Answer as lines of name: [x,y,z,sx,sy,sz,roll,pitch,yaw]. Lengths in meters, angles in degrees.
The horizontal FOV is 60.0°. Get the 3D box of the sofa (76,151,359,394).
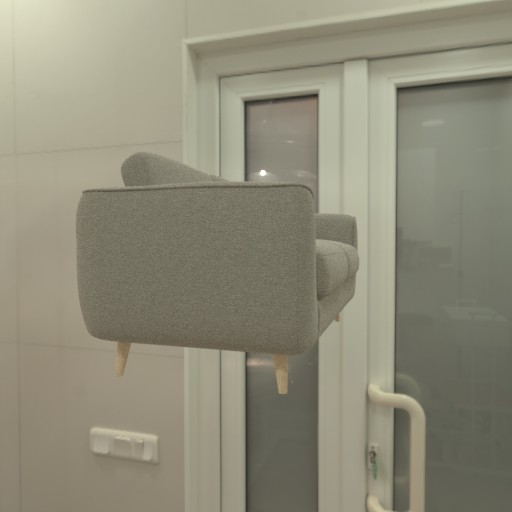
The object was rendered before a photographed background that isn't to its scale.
sofa: [0.000,0.000,2.196,0.920,0.850,1.700,1,2,18]
